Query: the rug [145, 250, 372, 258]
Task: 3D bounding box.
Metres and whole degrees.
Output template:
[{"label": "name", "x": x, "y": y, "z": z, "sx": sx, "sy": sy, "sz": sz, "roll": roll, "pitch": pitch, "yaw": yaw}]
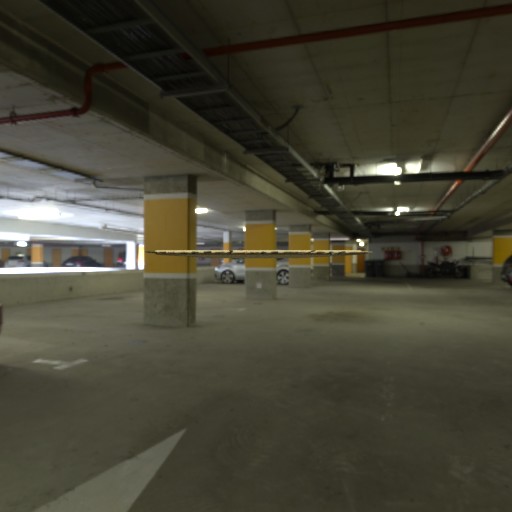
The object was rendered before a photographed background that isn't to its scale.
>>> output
[{"label": "rug", "x": 0.000, "y": 0.000, "z": 2.625, "sx": 0.729, "sy": 0.021, "sz": 2.438, "roll": 0, "pitch": -1, "yaw": -1}]
